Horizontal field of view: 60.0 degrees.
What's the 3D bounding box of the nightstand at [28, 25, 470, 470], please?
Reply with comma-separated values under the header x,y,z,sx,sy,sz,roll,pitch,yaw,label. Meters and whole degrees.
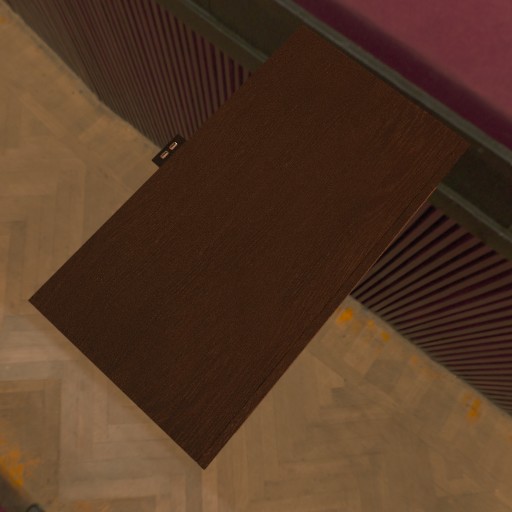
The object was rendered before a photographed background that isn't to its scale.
x,y,z,sx,sy,sz,roll,pitch,yaw,label
0.000,0.000,1.126,0.457,0.612,0.775,40,79,9,nightstand
